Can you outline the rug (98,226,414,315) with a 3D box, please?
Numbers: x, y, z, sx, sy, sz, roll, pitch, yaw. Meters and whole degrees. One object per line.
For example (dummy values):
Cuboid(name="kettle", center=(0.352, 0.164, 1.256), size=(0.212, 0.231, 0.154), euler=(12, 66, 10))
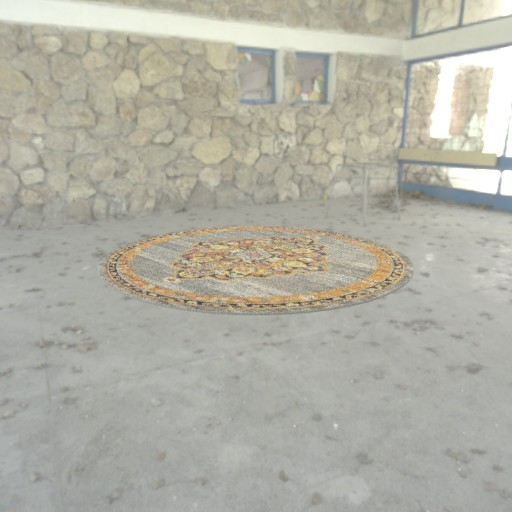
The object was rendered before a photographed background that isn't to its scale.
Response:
Cuboid(name="rug", center=(0.000, 0.000, 3.530), size=(2.382, 0.014, 2.382), euler=(0, 15, 0))
